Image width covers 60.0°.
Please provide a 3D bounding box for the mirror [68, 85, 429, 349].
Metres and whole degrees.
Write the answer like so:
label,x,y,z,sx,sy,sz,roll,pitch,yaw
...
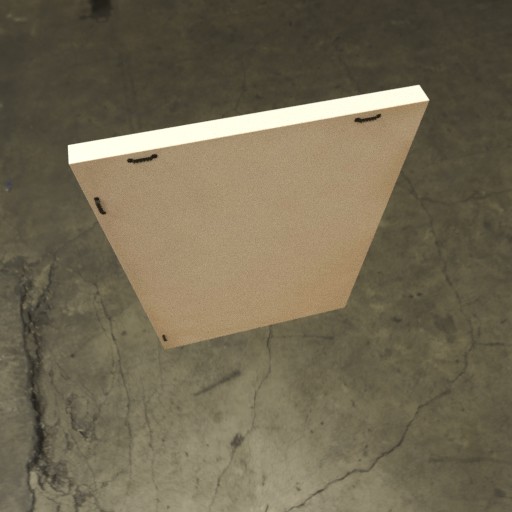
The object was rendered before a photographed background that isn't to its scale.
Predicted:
label,x,y,z,sx,sy,sz,roll,pitch,yaw
mirror,0.000,0.000,0.916,0.507,0.710,0.040,-12,60,-7
